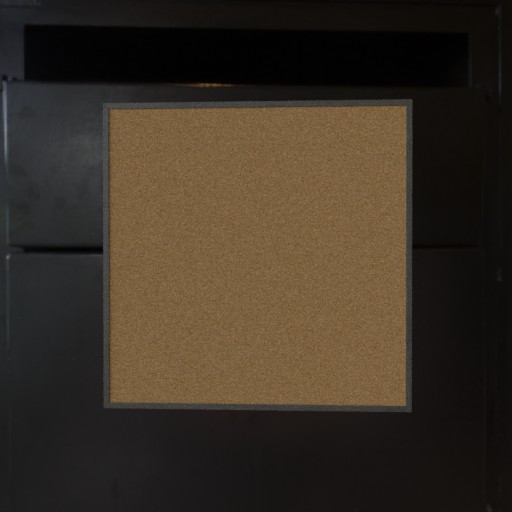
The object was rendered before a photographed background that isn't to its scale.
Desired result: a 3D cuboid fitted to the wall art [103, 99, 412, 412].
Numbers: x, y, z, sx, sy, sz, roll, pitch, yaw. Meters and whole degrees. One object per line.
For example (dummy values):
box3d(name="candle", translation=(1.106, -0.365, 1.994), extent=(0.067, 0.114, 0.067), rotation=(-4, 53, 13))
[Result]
box3d(name="wall art", translation=(0.000, 0.000, 1.108), extent=(0.758, 0.758, 0.039), rotation=(0, 0, 2))
